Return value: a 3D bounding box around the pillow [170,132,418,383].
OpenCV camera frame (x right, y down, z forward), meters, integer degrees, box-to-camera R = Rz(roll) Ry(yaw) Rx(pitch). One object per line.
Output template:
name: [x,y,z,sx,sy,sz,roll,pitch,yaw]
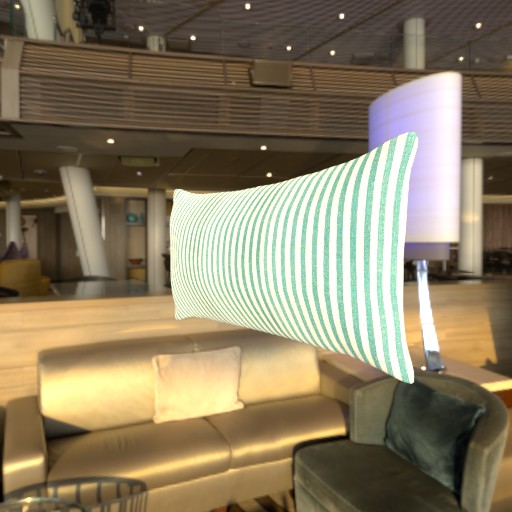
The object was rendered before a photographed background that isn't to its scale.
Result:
pillow: [0.000,0.000,0.758,0.151,0.295,0.617,-1,1,-37]
